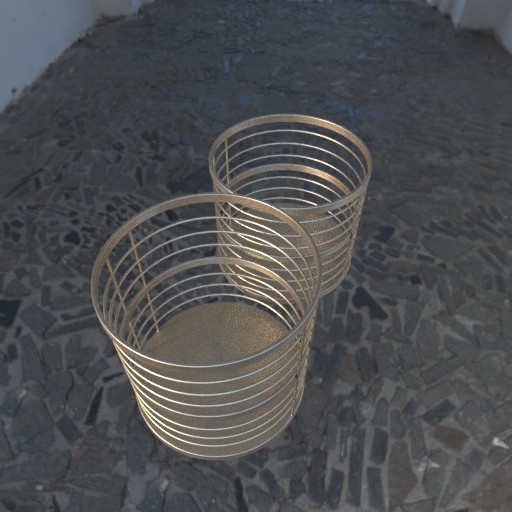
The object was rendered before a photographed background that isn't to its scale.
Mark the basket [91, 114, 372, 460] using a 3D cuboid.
[{"bbox_3d":[0.000,0.000,0.942,0.356,0.351,0.746,17,49,15],"label":"basket"}]
